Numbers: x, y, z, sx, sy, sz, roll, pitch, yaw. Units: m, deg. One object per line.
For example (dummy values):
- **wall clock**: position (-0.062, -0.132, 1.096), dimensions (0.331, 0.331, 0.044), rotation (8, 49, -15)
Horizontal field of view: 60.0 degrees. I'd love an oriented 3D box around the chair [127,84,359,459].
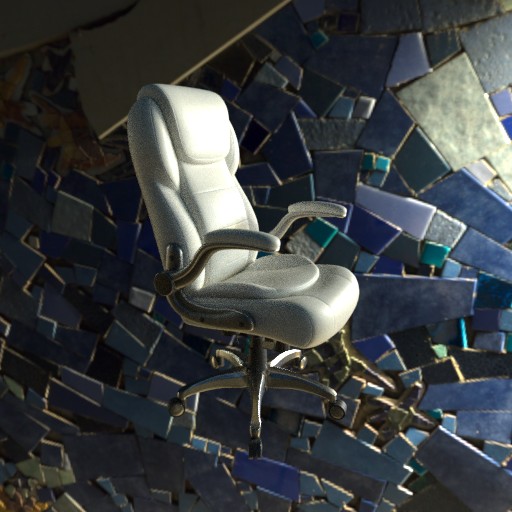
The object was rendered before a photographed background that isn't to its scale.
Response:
- **chair**: position (0.000, 0.000, 1.818), dimensions (0.806, 1.330, 0.755), rotation (8, 18, 28)
